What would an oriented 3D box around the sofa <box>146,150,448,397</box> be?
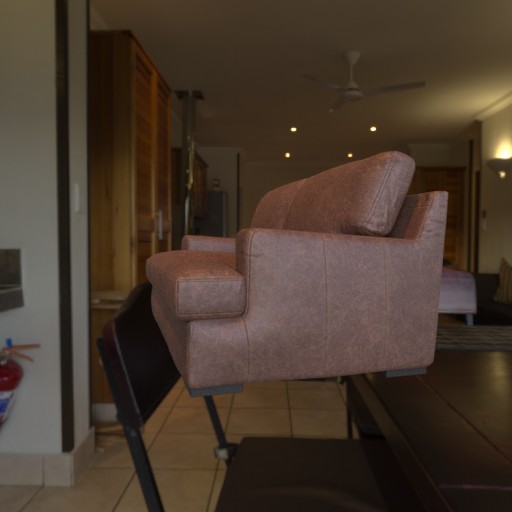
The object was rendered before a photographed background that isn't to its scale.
[{"bbox_3d":[0.000,0.000,2.531,1.143,0.939,1.880,-1,2,-17],"label":"sofa"}]
